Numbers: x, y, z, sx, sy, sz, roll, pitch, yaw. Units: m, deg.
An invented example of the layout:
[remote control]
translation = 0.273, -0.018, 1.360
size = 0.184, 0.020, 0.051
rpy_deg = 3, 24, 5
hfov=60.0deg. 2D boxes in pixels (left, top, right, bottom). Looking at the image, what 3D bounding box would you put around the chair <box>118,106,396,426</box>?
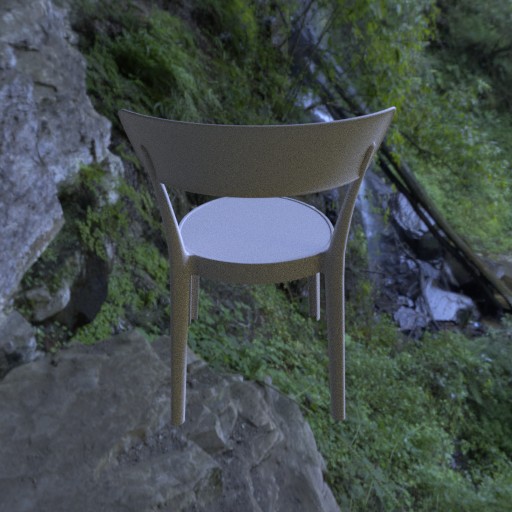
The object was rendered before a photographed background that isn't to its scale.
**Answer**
[chair]
translation = 0.000, 0.000, 1.108
size = 0.506, 0.790, 0.491
rpy_deg = -1, 32, -2
